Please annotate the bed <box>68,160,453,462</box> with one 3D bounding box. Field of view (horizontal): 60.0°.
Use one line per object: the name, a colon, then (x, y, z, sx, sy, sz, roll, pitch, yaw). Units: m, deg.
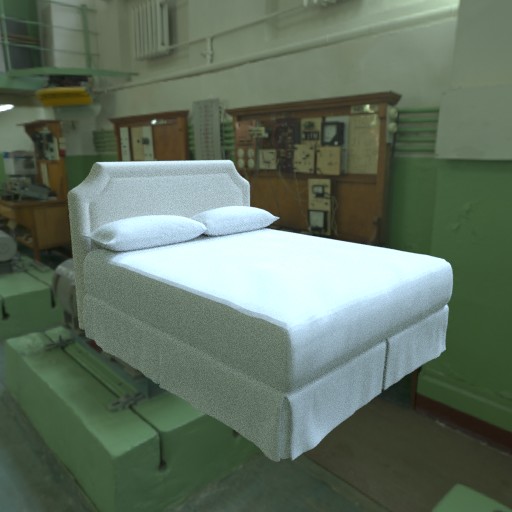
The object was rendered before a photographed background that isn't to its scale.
bed: (0.000, 0.000, 3.719, 2.134, 1.524, 2.548, -13, 18, -43)
